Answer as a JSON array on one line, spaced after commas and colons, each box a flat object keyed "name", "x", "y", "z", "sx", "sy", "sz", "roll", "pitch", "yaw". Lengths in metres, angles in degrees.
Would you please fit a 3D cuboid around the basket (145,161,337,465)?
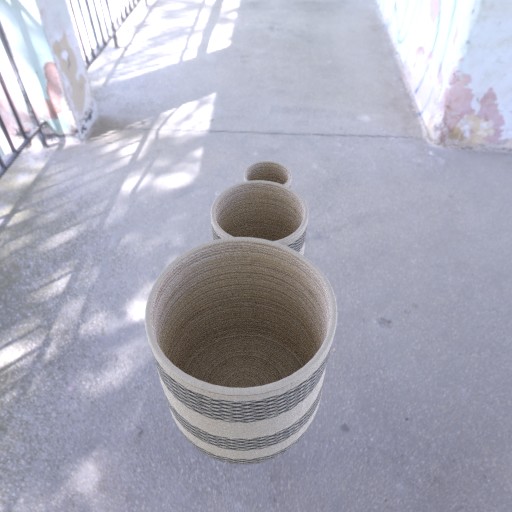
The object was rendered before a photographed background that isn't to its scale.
[{"name": "basket", "x": 0.000, "y": 0.000, "z": 1.122, "sx": 0.351, "sy": 0.356, "sz": 0.917, "roll": 4, "pitch": 47, "yaw": 4}]
